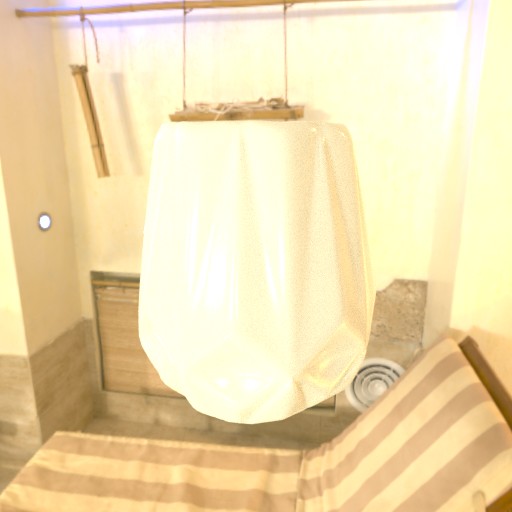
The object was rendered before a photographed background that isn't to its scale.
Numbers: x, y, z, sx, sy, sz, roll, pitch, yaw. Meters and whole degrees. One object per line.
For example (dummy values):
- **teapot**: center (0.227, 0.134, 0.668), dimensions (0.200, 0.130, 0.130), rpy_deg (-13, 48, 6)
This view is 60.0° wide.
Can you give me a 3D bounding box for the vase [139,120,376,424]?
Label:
- **vase**: center (0.000, 0.000, 0.264), dimensions (0.141, 0.152, 0.141), rpy_deg (0, 15, 0)
